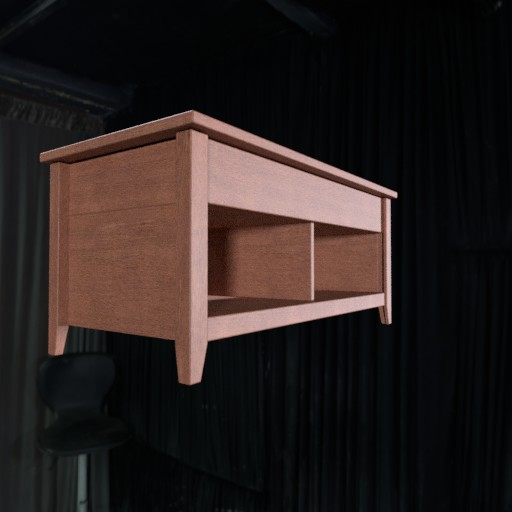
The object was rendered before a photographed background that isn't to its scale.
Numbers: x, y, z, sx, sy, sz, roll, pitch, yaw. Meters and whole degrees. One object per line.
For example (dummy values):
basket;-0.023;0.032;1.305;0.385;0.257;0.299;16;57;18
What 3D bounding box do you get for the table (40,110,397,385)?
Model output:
table;0.000;0.000;1.276;0.483;0.457;1.016;-1;-2;36
